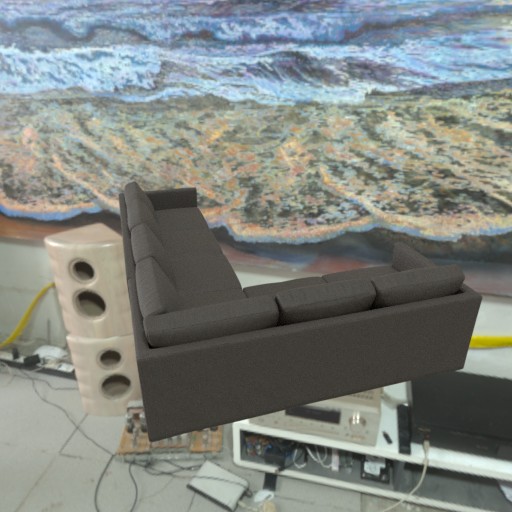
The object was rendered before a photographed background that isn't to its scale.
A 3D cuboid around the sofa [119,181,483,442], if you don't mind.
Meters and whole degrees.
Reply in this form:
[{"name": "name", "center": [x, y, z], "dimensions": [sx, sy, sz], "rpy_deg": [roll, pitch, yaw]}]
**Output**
[{"name": "sofa", "center": [0.000, 0.000, 4.304], "dimensions": [2.432, 0.871, 3.182], "rpy_deg": [-8, 27, -15]}]
